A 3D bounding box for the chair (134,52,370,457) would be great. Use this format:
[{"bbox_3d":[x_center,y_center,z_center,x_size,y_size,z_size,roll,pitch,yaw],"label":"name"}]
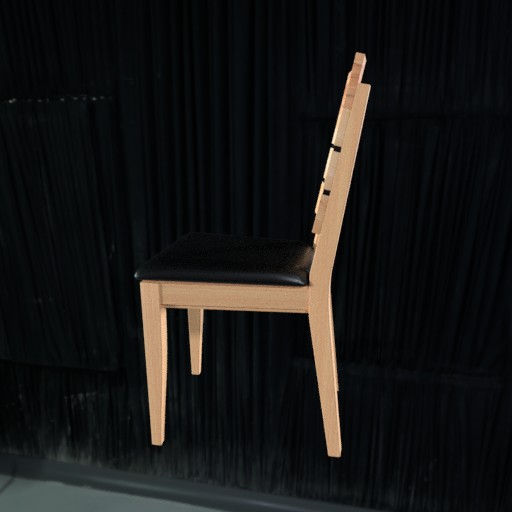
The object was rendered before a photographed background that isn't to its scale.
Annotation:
[{"bbox_3d":[0.000,0.000,1.183,0.520,0.940,0.410,2,15,8],"label":"chair"}]
